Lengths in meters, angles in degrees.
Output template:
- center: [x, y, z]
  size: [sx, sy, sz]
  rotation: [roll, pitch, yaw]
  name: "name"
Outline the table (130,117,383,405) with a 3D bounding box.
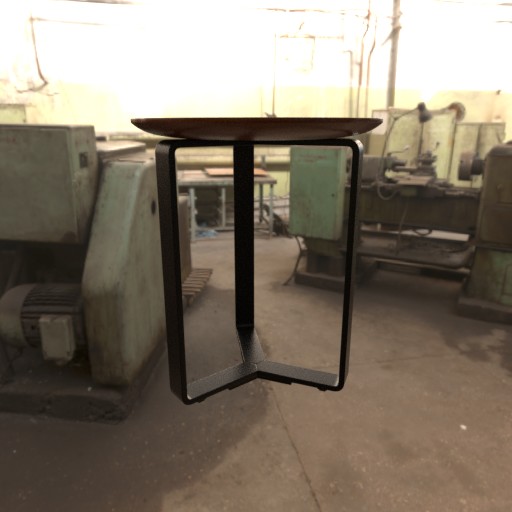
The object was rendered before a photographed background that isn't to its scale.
- center: [0.000, 0.000, 0.760]
  size: [0.380, 0.450, 0.410]
  rotation: [-3, 17, -8]
  name: "table"
